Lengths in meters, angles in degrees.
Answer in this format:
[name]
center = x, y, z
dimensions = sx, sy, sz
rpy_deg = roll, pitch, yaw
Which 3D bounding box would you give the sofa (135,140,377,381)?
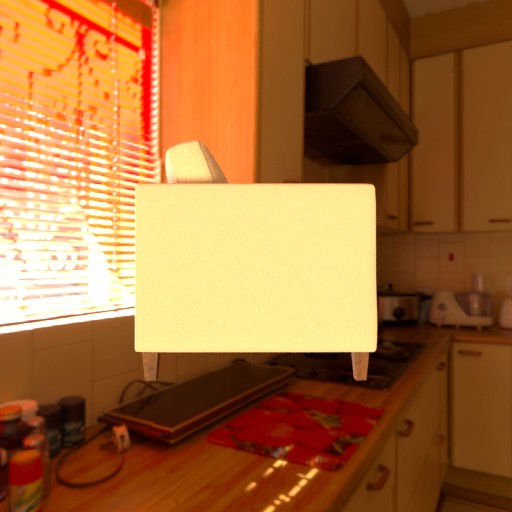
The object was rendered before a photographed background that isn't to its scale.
[sofa]
center = 0.000, 0.000, 2.828
dimensions = 0.951, 0.962, 2.361
rpy_deg = 0, 0, 0
